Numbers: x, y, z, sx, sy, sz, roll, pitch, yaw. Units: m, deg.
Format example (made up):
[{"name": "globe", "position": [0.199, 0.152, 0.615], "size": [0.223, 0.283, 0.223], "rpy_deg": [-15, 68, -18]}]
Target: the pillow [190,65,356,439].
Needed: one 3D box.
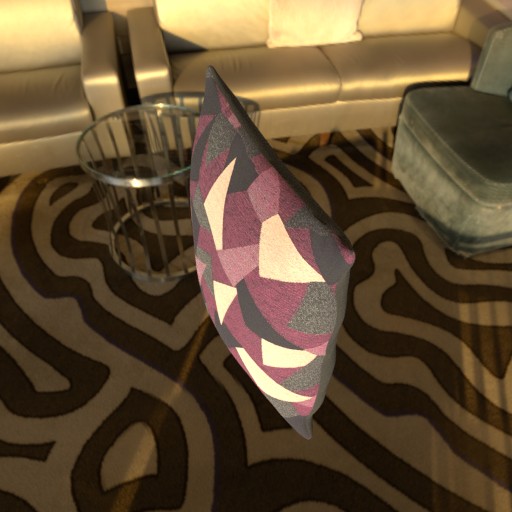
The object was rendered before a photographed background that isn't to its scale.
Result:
[{"name": "pillow", "position": [0.000, 0.000, 0.794], "size": [0.208, 0.496, 0.503], "rpy_deg": [-16, 48, -15]}]
